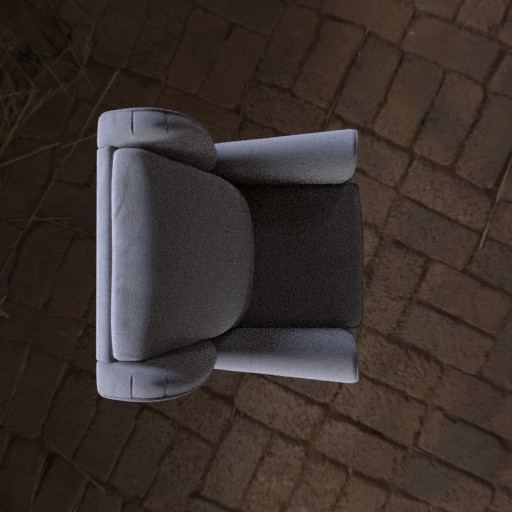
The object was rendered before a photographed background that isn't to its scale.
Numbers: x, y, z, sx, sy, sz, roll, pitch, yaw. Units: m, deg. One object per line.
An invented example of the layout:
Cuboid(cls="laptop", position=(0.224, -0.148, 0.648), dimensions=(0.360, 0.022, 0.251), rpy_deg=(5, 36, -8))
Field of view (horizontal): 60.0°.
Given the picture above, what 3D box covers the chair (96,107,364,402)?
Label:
Cuboid(cls="chair", position=(0.000, 0.000, 1.651), dimensions=(0.854, 0.966, 0.906), rpy_deg=(0, 89, 2))
